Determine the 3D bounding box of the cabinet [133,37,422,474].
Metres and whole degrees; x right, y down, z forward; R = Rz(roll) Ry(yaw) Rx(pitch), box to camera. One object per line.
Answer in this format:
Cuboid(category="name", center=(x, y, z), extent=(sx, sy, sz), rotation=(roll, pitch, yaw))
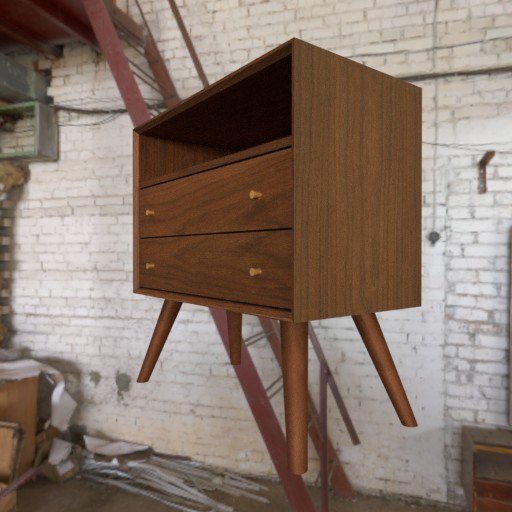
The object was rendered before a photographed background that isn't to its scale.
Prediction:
Cuboid(category="cabinet", center=(0.000, 0.000, 1.150), extent=(0.388, 0.748, 0.712), rotation=(0, 1, -37))
